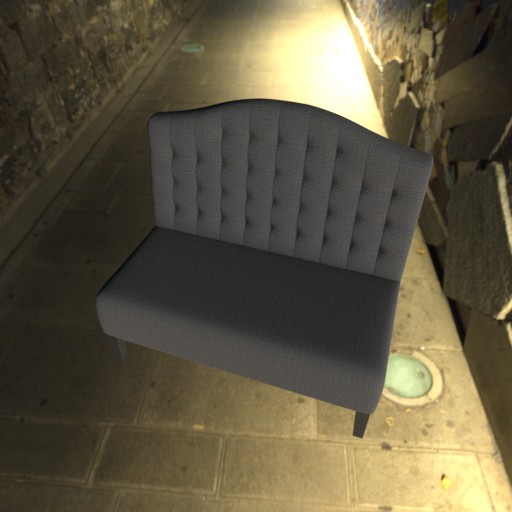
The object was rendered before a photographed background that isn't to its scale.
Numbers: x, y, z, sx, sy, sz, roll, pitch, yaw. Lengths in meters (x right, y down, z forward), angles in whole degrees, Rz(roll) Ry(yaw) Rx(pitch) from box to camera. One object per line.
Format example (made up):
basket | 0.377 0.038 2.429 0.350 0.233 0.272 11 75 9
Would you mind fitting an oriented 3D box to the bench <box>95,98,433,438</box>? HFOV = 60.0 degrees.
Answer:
bench | 0.000 0.000 2.055 1.335 1.180 0.815 13 43 15
